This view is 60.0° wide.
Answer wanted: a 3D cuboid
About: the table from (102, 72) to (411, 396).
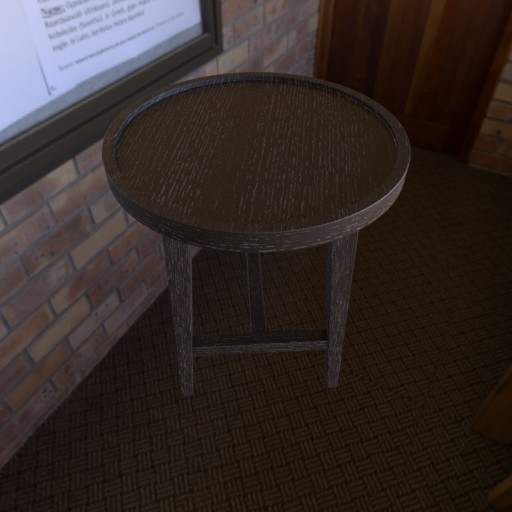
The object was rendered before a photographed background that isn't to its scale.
[{"bbox_3d":[0.000,0.000,0.750,0.399,0.460,0.399,0,45,0],"label":"table"}]
